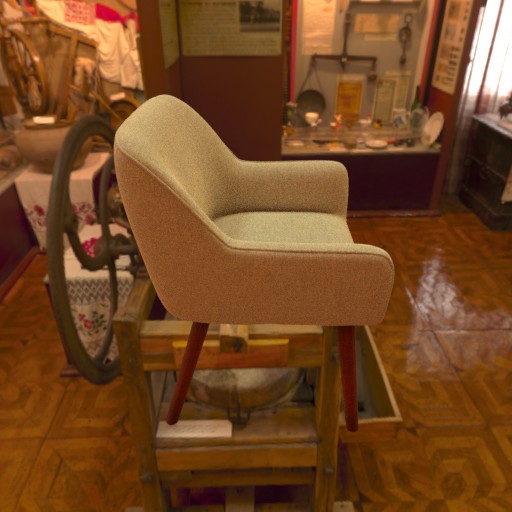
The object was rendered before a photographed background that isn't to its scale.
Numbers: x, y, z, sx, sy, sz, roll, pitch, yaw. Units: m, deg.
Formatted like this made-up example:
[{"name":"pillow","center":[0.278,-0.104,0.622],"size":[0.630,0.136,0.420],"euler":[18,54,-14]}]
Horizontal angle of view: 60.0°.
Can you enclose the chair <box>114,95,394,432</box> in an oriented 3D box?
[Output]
[{"name":"chair","center":[0.000,0.000,1.271],"size":[0.610,0.813,0.610],"euler":[0,31,0]}]
